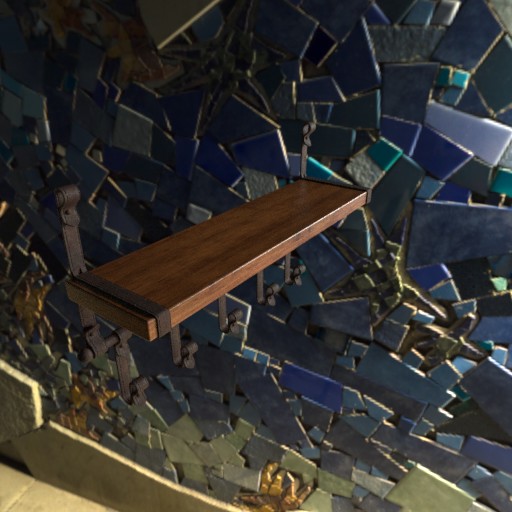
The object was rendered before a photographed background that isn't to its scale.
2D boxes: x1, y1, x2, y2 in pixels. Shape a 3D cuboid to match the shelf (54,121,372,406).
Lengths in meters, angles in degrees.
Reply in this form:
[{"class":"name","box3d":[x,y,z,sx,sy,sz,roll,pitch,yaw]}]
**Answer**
[{"class":"shelf","box3d":[0.000,0.000,0.696,0.146,0.330,0.567,18,31,32]}]
